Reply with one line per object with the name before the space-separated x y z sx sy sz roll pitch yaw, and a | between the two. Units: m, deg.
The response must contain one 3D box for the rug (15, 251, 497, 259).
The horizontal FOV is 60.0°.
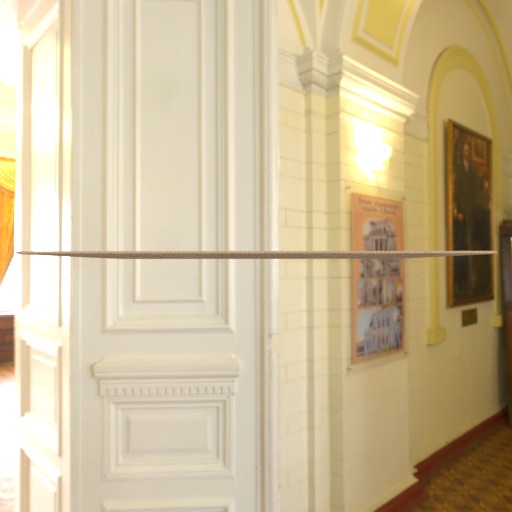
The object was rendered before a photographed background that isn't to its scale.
rug | 0.000 0.000 2.853 2.294 0.014 1.528 0 -1 1
